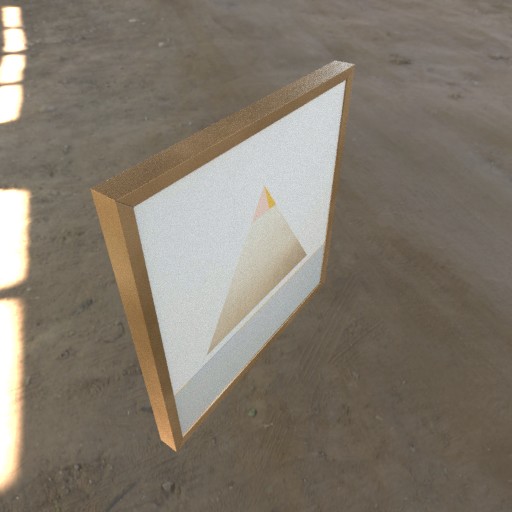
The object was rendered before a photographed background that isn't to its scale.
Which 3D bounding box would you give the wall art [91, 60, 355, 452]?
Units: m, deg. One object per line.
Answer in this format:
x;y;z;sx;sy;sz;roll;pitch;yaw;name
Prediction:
0.000;0.000;0.760;0.038;0.511;0.513;25;46;27;wall art
